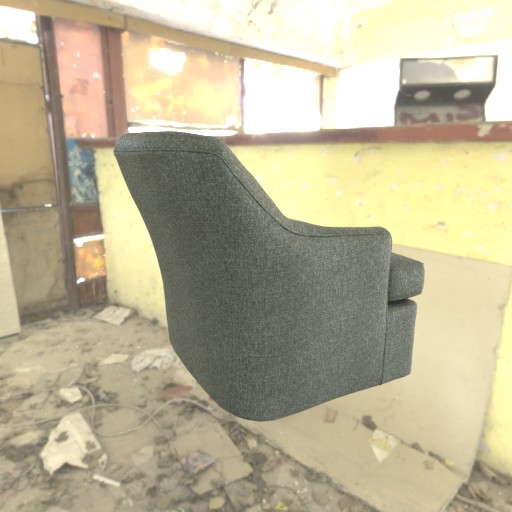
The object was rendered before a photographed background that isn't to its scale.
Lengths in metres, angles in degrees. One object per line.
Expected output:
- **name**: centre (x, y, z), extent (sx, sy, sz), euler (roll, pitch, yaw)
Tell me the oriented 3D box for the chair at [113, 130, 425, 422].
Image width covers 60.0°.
- **chair**: centre (0.000, 0.000, 1.618), extent (0.923, 0.856, 0.864), euler (-7, 15, -26)
